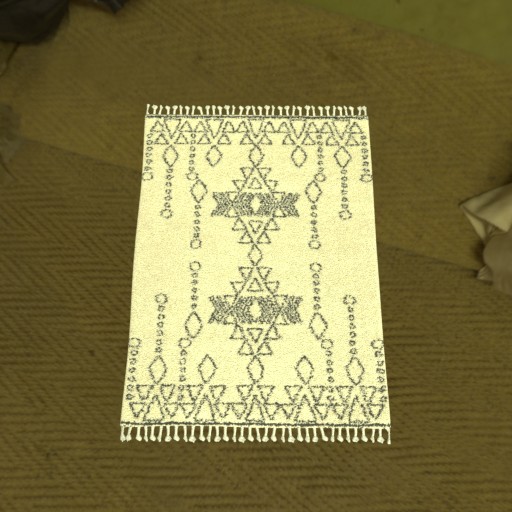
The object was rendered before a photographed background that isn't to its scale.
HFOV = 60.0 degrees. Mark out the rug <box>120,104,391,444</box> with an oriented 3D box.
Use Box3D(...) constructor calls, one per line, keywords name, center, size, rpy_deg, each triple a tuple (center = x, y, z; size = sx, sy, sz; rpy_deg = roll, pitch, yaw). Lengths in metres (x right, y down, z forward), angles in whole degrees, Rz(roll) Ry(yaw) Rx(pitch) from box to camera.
Box3D(name="rug", center=(0.000, 0.000, 3.851), size=(2.125, 0.028, 3.027), rpy_deg=(0, 74, 0))
